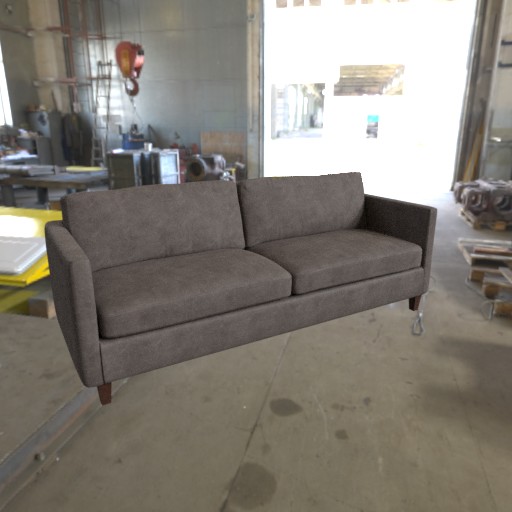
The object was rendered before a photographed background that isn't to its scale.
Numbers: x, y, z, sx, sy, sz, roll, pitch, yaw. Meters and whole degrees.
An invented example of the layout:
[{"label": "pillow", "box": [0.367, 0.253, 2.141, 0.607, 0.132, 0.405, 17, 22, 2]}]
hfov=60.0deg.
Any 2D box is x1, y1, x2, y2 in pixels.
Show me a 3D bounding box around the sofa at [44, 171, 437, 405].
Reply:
[{"label": "sofa", "box": [0.000, 0.000, 2.937, 2.434, 0.965, 0.951, -10, 20, -29]}]
